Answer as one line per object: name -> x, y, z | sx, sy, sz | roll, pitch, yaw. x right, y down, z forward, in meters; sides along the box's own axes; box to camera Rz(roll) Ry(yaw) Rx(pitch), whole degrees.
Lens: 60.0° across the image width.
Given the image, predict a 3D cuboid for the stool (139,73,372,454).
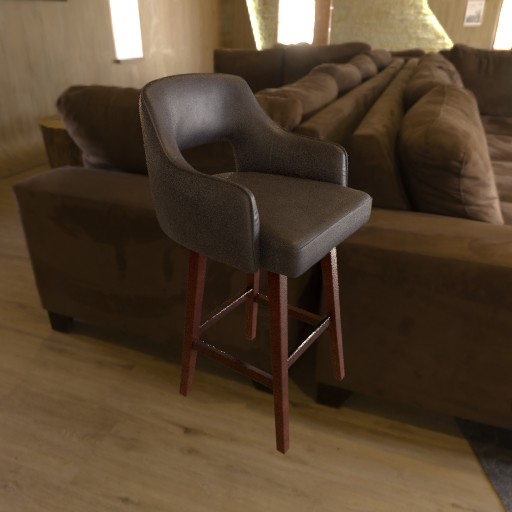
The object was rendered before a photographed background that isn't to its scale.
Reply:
stool -> 0.000, 0.000, 1.400 | 0.560, 1.041, 0.550 | 18, 32, 31
